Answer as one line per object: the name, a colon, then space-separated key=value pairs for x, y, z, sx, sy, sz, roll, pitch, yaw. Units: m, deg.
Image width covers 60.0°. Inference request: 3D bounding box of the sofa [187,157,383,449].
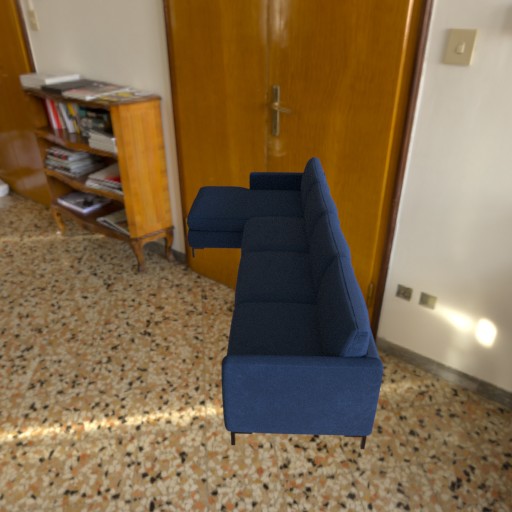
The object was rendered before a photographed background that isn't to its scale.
sofa: x=0.000 y=0.000 z=2.922 sx=1.128 sy=0.679 sz=2.450 roll=1 pitch=29 yaw=2
